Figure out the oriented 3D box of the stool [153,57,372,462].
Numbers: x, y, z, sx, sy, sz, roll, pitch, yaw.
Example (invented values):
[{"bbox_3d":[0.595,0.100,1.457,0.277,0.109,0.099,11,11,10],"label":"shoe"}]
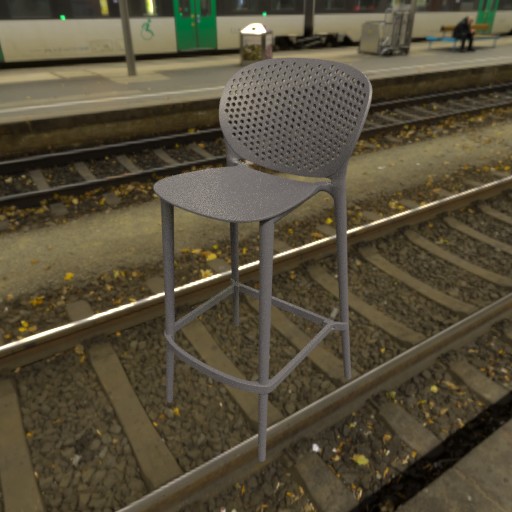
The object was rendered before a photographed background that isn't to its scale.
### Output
[{"bbox_3d":[0.000,0.000,1.329,0.536,1.045,0.535,20,35,30],"label":"stool"}]
